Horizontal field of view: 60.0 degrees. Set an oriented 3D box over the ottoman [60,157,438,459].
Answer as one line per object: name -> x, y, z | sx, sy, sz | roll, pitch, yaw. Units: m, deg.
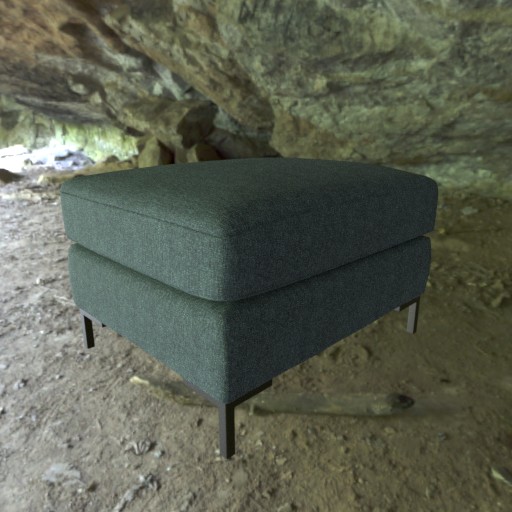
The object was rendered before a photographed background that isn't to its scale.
ottoman -> 0.000, 0.000, 1.283 | 0.831, 0.533, 0.695 | -16, 23, -42
